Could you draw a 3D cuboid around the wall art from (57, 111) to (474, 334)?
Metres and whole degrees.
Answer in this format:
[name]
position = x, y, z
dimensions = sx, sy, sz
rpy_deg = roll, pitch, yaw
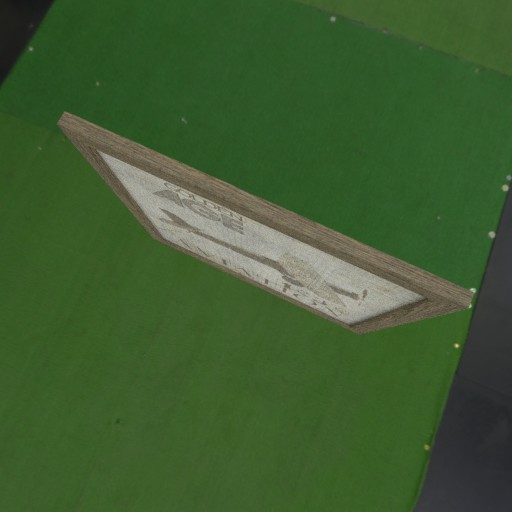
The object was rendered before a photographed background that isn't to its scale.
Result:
[wall art]
position = 0.000, 0.000, 0.744
dimensions = 0.508, 0.508, 0.019
rpy_deg = 25, 78, 6
